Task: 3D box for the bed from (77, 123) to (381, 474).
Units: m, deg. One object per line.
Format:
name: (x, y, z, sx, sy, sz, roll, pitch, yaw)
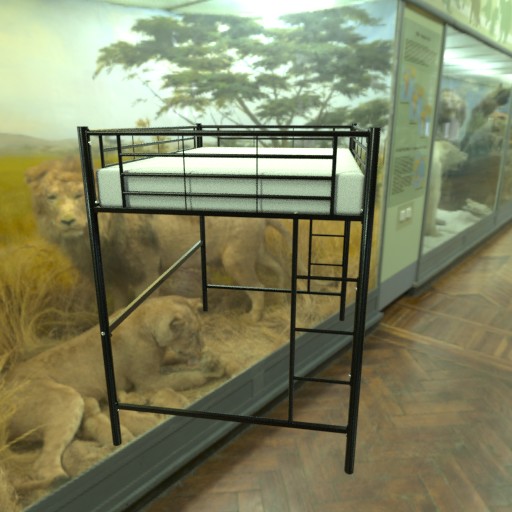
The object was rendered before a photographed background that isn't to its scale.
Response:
bed: (0.000, 0.000, 3.170, 1.397, 1.803, 1.994, 3, 17, 9)
